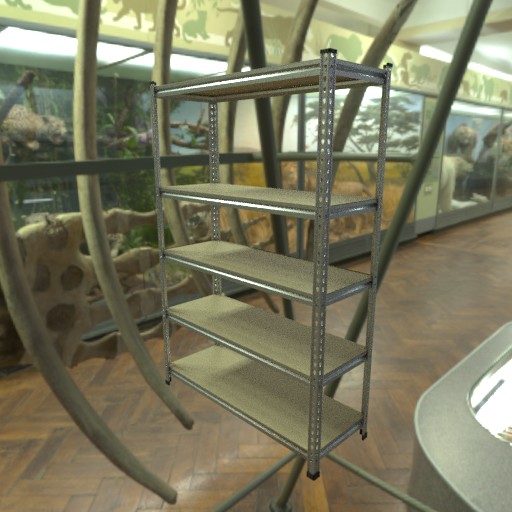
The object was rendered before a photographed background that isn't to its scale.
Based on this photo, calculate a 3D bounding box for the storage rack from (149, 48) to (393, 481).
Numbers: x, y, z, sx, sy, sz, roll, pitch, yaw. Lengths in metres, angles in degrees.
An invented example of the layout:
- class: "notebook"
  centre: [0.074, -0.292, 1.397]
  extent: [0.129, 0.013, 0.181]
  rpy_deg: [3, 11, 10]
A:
- class: "storage rack"
  centre: [0.000, 0.000, 2.382]
  extent: [0.457, 1.829, 1.219]
  rpy_deg: [-13, 19, -43]
